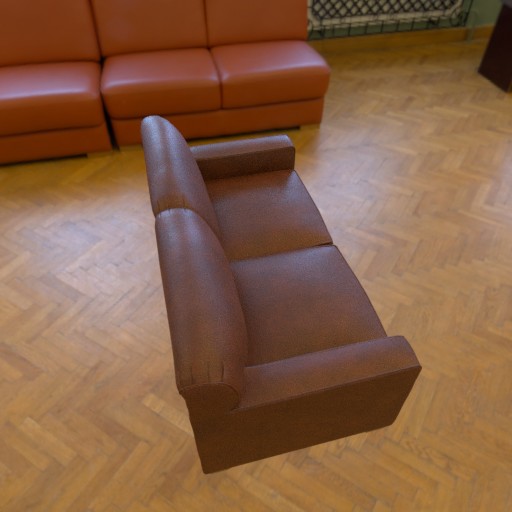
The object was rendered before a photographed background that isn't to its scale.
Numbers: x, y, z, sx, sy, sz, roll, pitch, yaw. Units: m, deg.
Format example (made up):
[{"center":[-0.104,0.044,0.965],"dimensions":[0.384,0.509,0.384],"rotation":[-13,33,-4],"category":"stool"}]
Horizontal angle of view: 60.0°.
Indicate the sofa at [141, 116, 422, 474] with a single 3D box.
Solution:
[{"center":[0.000,0.000,2.430],"dimensions":[1.000,0.966,1.856],"rotation":[-10,47,-10],"category":"sofa"}]
